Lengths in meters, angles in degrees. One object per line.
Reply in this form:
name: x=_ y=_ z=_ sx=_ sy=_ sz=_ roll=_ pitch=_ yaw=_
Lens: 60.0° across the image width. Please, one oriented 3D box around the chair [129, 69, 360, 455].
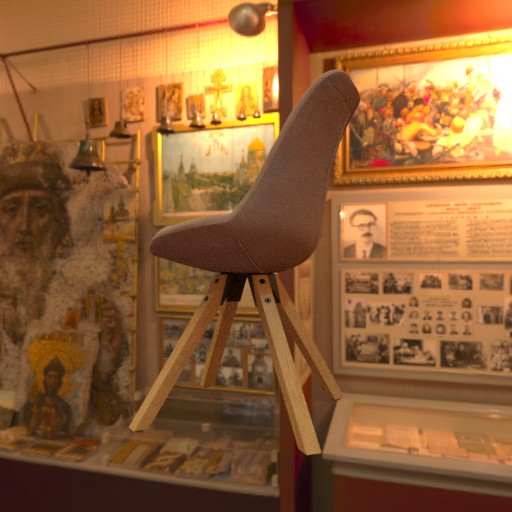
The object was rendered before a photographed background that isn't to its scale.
chair: x=0.000 y=0.000 z=1.198 sx=0.550 sy=0.850 sz=0.485 roll=0 pitch=-1 yaw=18
